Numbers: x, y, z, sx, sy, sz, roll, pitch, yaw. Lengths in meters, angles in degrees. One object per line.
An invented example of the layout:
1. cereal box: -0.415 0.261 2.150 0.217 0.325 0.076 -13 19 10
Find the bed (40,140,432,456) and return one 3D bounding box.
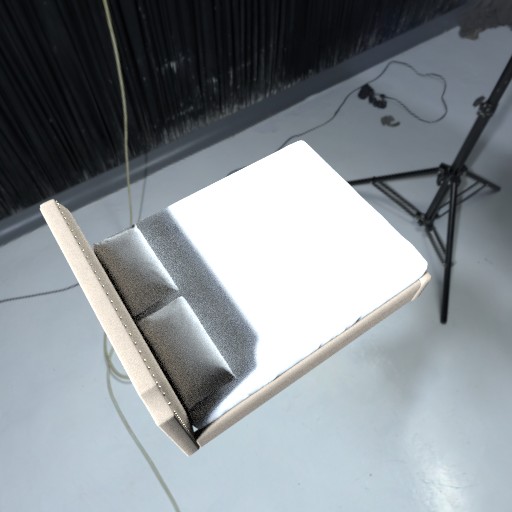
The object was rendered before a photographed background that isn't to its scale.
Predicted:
1. bed: 0.000 0.000 3.411 2.329 1.415 1.703 -30 63 -17
